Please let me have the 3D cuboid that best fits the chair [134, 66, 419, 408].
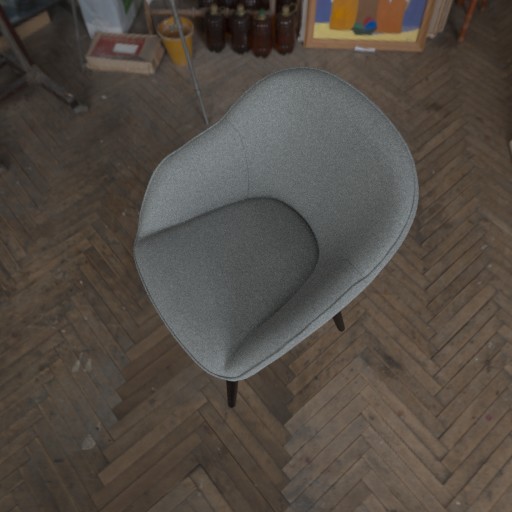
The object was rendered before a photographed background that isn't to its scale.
[{"bbox_3d":[0.000,0.000,1.233,0.611,0.810,0.589,-31,67,-15],"label":"chair"}]
